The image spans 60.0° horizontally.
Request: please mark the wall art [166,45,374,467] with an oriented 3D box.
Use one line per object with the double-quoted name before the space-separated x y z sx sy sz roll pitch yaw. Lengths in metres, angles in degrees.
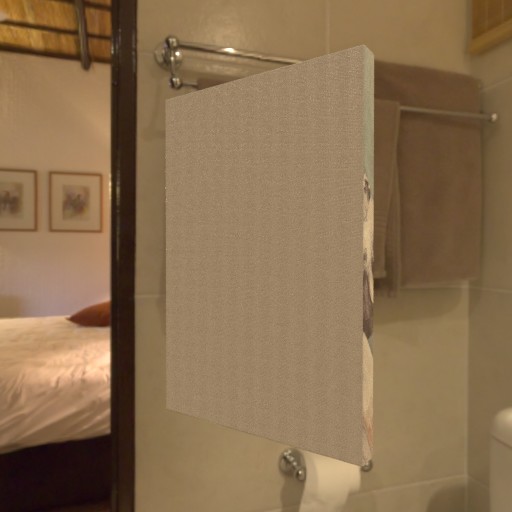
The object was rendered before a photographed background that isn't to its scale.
"wall art" 0.000 0.000 1.151 0.609 0.911 0.061 1 1 35
